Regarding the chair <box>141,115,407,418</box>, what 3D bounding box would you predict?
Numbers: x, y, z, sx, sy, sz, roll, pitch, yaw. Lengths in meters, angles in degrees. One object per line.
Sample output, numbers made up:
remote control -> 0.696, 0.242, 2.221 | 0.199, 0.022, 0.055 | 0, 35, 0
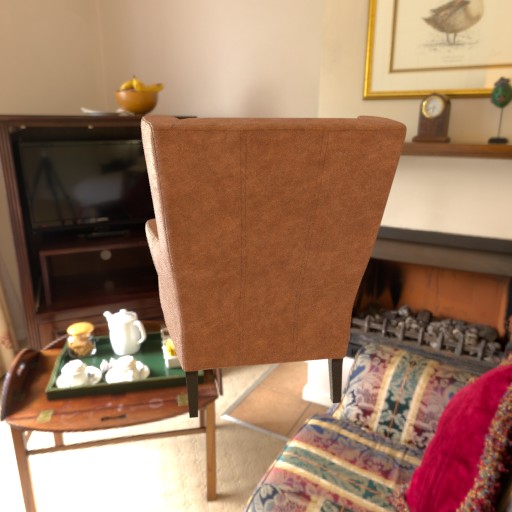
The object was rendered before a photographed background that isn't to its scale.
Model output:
chair -> 0.000, 0.000, 1.692 | 0.853, 1.016, 0.926 | -3, 16, -9
